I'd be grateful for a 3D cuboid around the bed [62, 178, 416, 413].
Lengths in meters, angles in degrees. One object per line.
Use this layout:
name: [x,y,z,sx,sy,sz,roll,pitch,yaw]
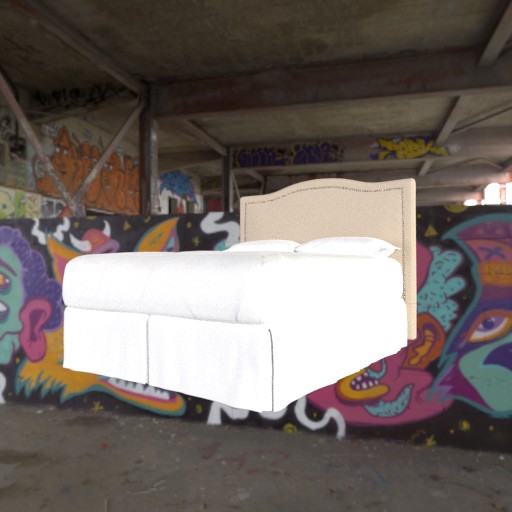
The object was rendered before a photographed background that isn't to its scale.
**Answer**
bed: [0.000,0.000,3.275,1.753,1.460,2.143,-1,-2,35]
